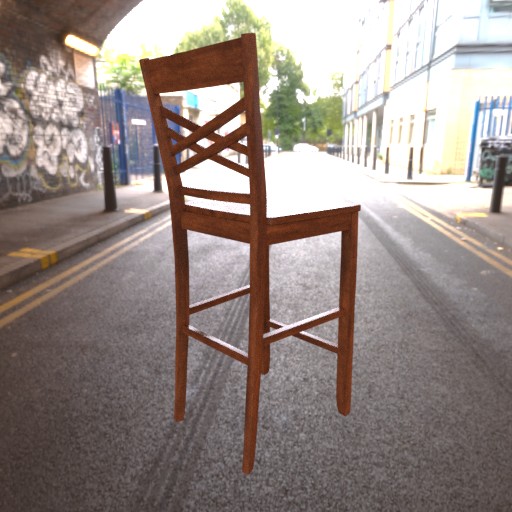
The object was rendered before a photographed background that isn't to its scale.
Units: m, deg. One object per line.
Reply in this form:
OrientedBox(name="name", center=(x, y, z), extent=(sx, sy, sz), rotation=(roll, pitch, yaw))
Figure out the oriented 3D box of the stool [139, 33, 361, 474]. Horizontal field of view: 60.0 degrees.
OrientedBox(name="stool", center=(0.000, 0.000, 1.342), extent=(0.487, 1.105, 0.433), rotation=(-14, 20, -43))
